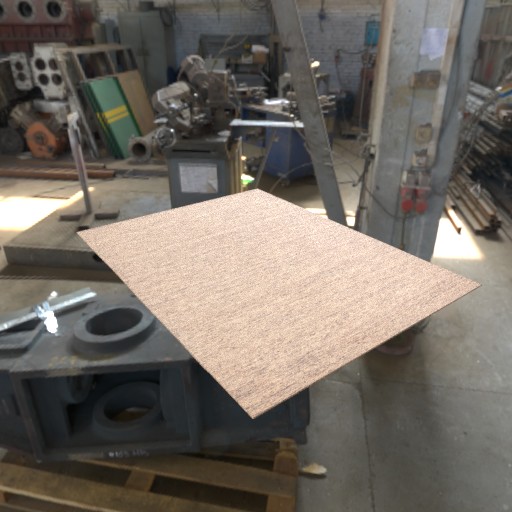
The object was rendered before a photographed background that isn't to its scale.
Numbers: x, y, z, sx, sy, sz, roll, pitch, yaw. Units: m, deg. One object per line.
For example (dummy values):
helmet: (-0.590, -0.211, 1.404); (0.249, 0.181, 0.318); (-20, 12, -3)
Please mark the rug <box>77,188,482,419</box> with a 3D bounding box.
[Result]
rug: (0.000, 0.000, 4.291); (2.448, 0.013, 3.205); (-19, 33, -32)
